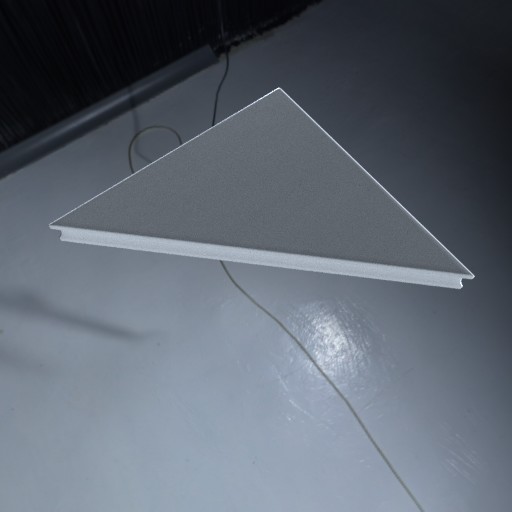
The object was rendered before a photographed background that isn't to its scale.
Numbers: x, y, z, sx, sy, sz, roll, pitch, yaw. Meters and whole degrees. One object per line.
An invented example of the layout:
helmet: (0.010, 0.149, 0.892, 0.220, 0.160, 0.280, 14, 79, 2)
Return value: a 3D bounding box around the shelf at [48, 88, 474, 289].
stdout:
shelf: (0.000, 0.000, 0.443, 0.296, 0.035, 0.296, -35, 70, -15)
